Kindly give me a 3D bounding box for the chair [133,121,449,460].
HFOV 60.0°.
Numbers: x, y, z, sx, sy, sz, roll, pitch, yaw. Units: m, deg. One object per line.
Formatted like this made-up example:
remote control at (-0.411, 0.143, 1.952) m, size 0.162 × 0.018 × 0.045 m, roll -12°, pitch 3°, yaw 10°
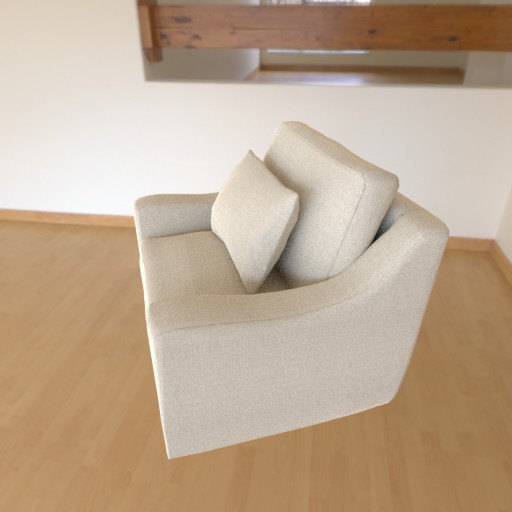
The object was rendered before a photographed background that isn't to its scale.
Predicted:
chair at (0.000, 0.000, 1.962) m, size 1.009 × 1.016 × 1.178 m, roll -8°, pitch 31°, yaw -14°
